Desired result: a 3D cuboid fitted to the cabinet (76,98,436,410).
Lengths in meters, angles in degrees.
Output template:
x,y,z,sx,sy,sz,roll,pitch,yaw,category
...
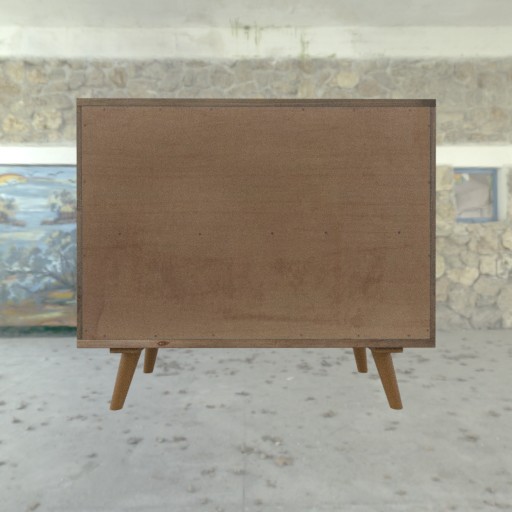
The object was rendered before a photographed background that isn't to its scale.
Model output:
x,y,z,sx,sy,sz,roll,pitch,yaw,category
0.000,0.000,1.523,1.023,0.897,0.529,0,0,0,cabinet
